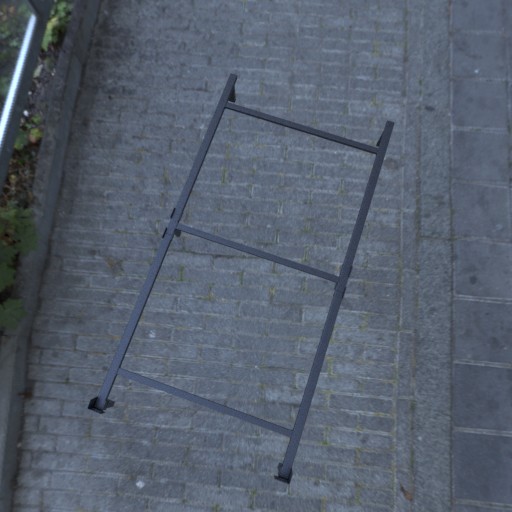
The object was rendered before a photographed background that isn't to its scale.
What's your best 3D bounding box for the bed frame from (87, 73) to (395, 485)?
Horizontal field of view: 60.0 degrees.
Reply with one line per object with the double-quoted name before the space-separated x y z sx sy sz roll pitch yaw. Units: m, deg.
"bed frame" 0.000 0.000 2.295 0.968 0.248 1.897 18 77 5
